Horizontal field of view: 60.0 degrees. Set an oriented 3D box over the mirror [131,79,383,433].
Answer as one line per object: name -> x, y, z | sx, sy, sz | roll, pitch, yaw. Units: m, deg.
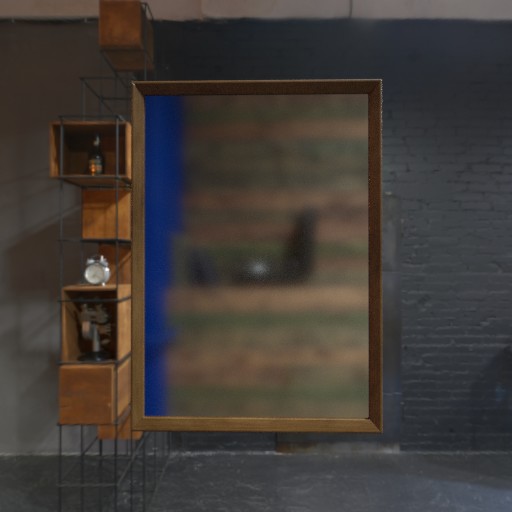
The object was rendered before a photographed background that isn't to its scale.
mirror -> 0.000, 0.000, 0.913 | 0.508, 0.711, 0.039 | 0, 0, 1
